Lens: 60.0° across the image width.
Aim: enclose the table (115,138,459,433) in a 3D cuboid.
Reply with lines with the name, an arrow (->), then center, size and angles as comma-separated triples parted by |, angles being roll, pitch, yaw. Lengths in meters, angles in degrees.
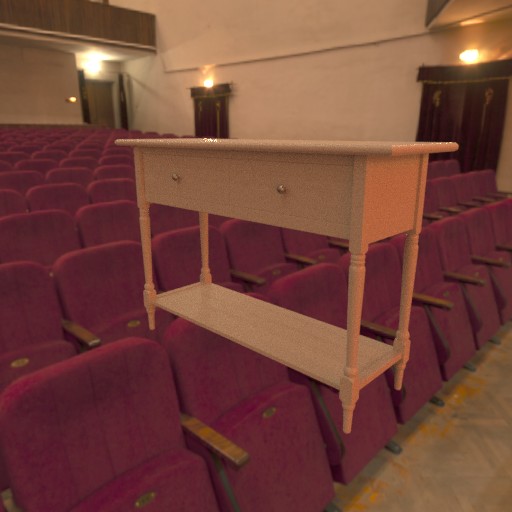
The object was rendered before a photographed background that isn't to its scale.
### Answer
table -> 0.000, 0.000, 1.606 | 1.197, 0.808, 0.384 | 15, 21, 42
